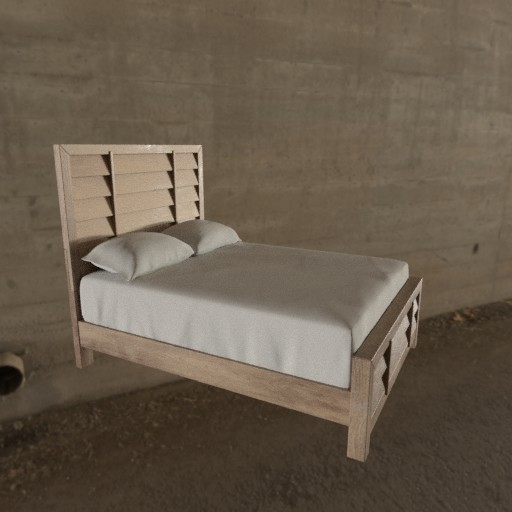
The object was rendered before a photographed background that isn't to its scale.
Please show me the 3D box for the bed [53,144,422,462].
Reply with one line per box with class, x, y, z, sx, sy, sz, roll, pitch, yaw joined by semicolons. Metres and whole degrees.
bed;0.000;0.000;3.326;2.197;1.626;1.626;7;16;28
